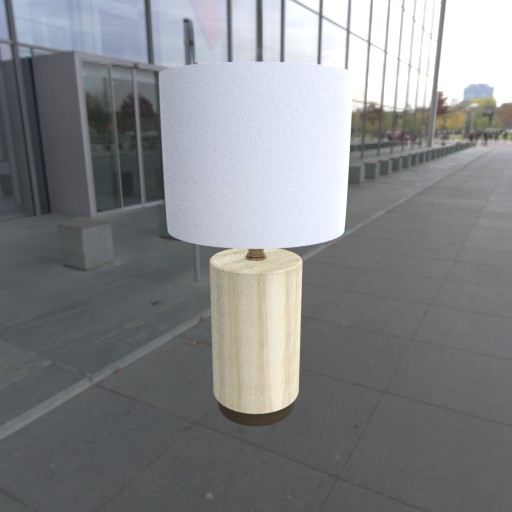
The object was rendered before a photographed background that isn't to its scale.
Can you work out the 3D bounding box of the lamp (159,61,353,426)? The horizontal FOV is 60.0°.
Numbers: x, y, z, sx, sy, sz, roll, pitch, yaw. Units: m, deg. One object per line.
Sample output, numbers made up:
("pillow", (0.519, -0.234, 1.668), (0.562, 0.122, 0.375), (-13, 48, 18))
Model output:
("lamp", (0.000, 0.000, 0.587), (0.228, 0.444, 0.228), (-15, 22, -43))
